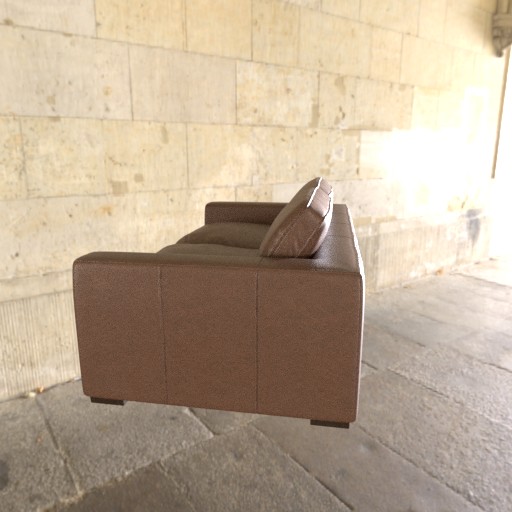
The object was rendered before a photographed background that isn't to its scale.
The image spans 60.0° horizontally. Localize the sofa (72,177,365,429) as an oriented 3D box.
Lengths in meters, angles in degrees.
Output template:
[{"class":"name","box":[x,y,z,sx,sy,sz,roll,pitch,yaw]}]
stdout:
[{"class":"sofa","box":[0.000,0.000,2.454,1.070,0.800,1.920,2,14,10]}]
